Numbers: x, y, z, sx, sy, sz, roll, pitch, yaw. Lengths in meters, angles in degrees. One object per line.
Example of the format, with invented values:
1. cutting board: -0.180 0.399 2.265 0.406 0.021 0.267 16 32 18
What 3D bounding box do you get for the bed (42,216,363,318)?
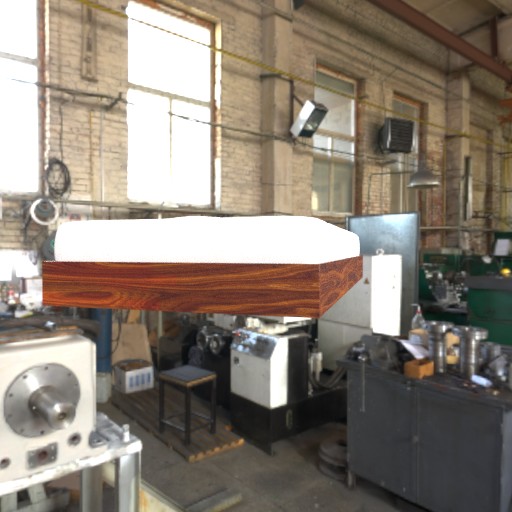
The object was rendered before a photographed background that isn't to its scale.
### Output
1. bed: 0.000 0.000 2.248 0.940 0.312 1.860 0 1 17
